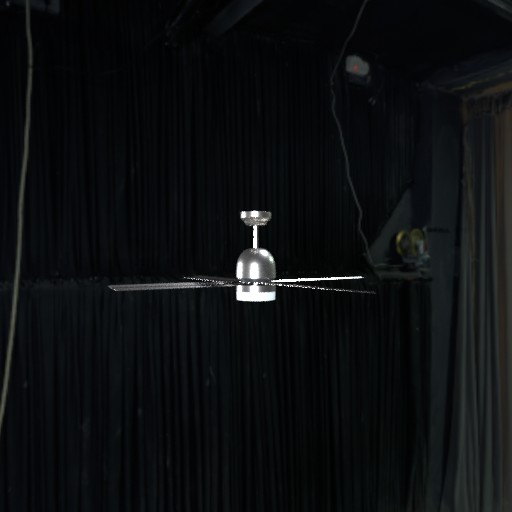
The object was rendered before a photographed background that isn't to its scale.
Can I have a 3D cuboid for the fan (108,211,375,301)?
[{"bbox_3d":[0.000,0.000,2.086,1.346,0.406,1.346,0,0,-35],"label":"fan"}]
